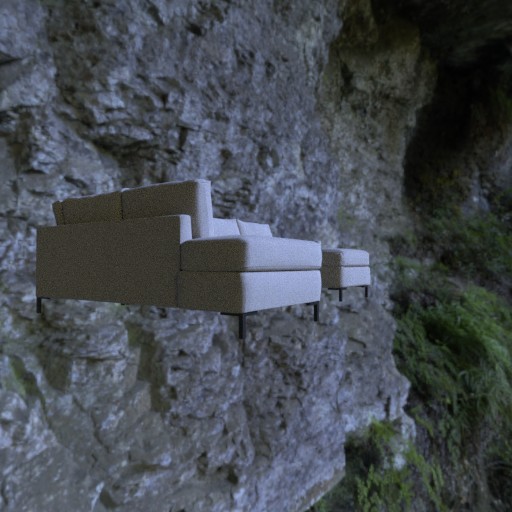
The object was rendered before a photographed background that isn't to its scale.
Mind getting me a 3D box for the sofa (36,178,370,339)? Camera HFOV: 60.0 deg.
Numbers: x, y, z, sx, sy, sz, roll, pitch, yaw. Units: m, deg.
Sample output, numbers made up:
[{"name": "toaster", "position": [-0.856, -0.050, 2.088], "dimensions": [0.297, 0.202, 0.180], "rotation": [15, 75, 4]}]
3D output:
[{"name": "sofa", "position": [0.000, 0.000, 3.891], "dimensions": [1.989, 0.862, 2.984], "rotation": [-1, -1, 35]}]
